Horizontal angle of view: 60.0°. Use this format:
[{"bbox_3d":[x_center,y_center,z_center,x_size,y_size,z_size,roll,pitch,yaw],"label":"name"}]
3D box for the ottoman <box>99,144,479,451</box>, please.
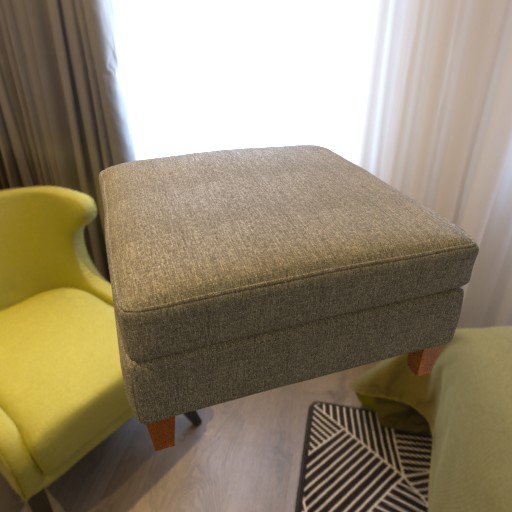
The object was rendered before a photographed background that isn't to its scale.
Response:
[{"bbox_3d":[0.000,0.000,1.324,0.838,0.481,0.838,-10,32,-17],"label":"ottoman"}]
